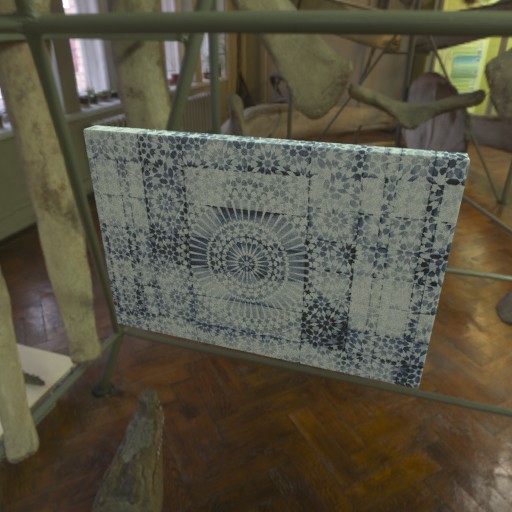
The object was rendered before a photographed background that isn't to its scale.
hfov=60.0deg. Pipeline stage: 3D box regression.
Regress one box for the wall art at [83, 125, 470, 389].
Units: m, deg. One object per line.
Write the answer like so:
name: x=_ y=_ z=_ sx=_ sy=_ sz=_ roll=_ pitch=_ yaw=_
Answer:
wall art: x=0.000 y=0.000 z=1.167 sx=0.911 sy=0.608 sz=0.057 roll=9 pitch=29 yaw=16
